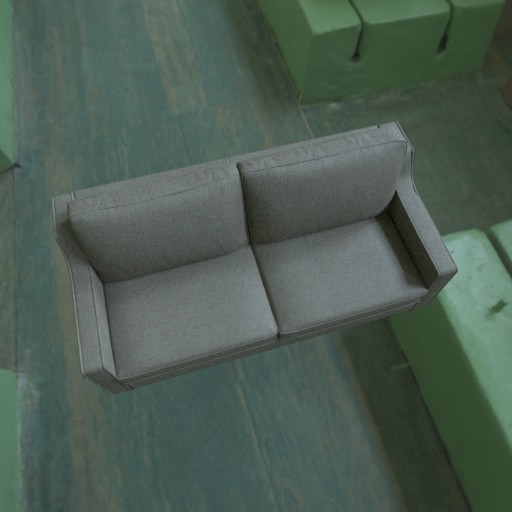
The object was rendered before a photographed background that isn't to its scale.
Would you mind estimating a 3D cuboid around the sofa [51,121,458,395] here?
[{"bbox_3d":[0.000,0.000,2.802,2.181,1.074,1.073,-14,64,-7],"label":"sofa"}]
